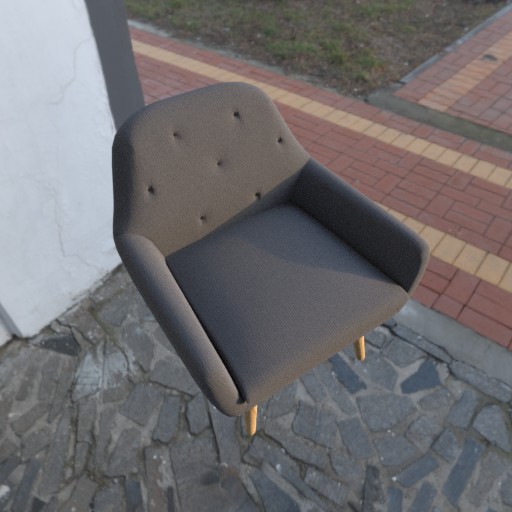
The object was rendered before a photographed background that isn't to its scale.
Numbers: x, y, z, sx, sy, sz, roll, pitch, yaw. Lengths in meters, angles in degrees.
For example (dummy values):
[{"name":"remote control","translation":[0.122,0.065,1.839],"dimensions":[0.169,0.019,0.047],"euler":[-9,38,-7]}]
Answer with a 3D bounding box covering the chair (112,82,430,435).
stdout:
[{"name":"chair","translation":[0.000,0.000,1.417],"dimensions":[0.770,0.800,0.779],"euler":[-26,52,-23]}]
